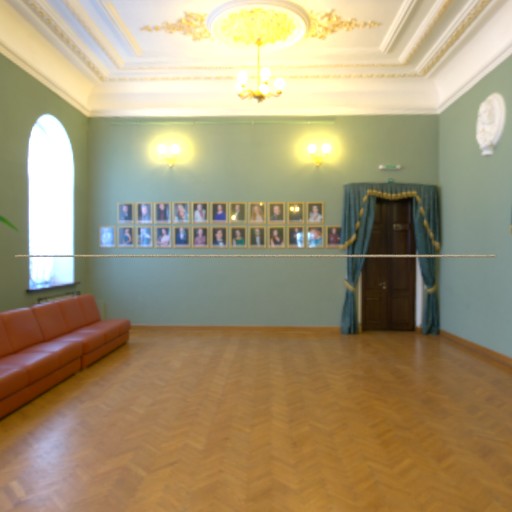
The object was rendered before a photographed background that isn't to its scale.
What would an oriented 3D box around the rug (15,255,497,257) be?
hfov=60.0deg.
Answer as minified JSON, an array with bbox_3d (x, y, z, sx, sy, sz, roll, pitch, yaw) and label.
[{"bbox_3d":[0.000,0.000,2.996,2.435,0.011,1.517,0,0,0],"label":"rug"}]
